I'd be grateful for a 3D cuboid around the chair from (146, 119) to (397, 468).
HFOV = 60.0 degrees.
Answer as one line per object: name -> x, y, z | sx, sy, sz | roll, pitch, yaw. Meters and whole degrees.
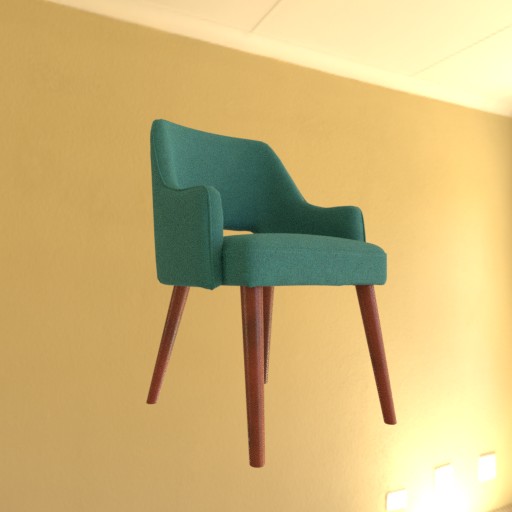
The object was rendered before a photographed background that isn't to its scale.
chair -> 0.000, 0.000, 1.239 | 0.548, 0.849, 0.605 | 2, -3, -36
